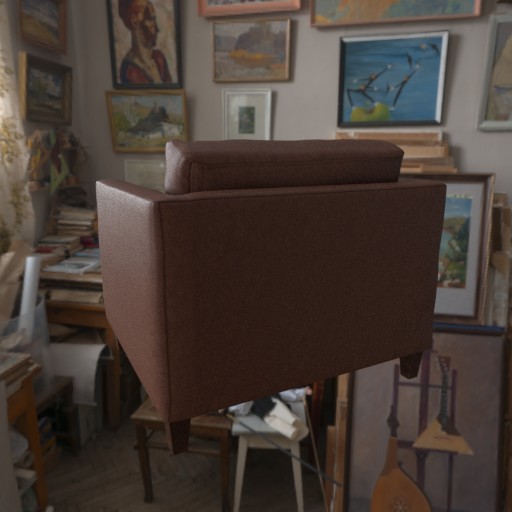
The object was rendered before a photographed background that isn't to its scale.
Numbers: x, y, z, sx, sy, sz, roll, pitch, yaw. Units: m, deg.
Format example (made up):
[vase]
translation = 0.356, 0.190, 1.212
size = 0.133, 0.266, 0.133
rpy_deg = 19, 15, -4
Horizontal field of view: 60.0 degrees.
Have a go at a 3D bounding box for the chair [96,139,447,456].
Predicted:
[chair]
translation = 0.000, 0.000, 1.808
size = 1.107, 0.917, 0.959
rpy_deg = -7, 15, -27
